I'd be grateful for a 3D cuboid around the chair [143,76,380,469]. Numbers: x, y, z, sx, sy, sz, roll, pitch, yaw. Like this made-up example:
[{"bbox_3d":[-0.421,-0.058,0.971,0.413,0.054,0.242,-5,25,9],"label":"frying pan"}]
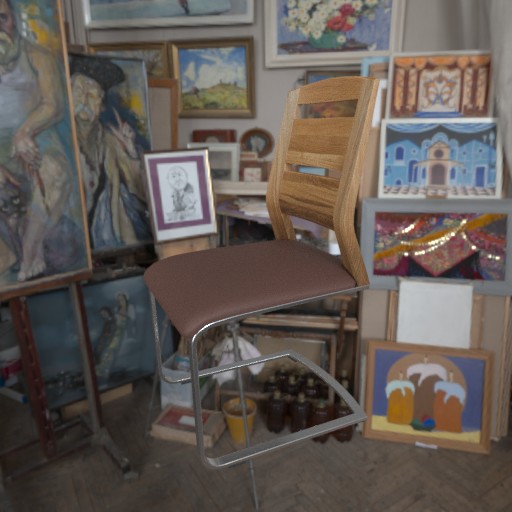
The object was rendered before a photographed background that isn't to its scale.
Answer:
[{"bbox_3d":[0.000,0.000,1.266,0.570,0.970,0.460,-7,18,-24],"label":"chair"}]
